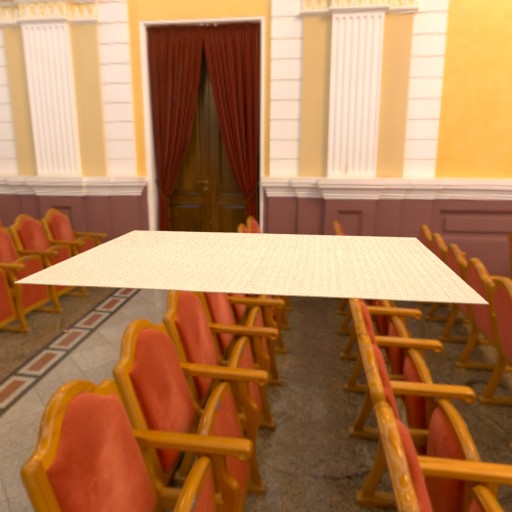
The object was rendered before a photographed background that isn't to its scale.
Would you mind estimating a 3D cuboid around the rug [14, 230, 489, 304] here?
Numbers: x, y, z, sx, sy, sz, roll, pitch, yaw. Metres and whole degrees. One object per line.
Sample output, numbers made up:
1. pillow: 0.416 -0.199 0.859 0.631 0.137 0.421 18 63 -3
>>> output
1. rug: 0.000 0.000 2.844 2.289 0.006 1.523 2 14 8
